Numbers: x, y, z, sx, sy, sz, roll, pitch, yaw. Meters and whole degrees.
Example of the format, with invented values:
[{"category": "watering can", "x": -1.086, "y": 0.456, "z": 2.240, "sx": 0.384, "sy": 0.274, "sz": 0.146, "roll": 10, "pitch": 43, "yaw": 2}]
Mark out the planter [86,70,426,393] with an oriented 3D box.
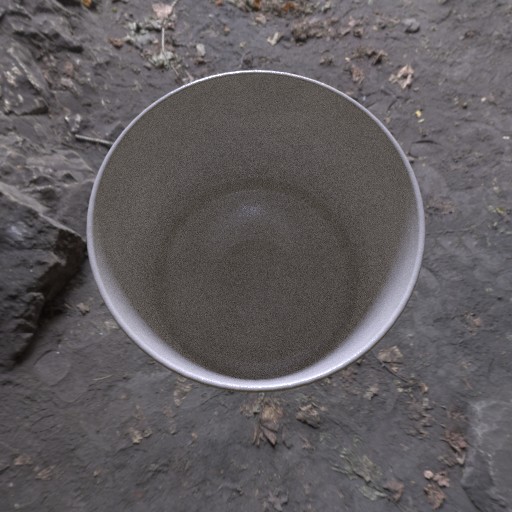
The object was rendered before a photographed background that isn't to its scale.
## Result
[{"category": "planter", "x": 0.000, "y": 0.000, "z": 0.336, "sx": 0.190, "sy": 0.181, "sz": 0.190, "roll": 0, "pitch": 76, "yaw": 0}]
